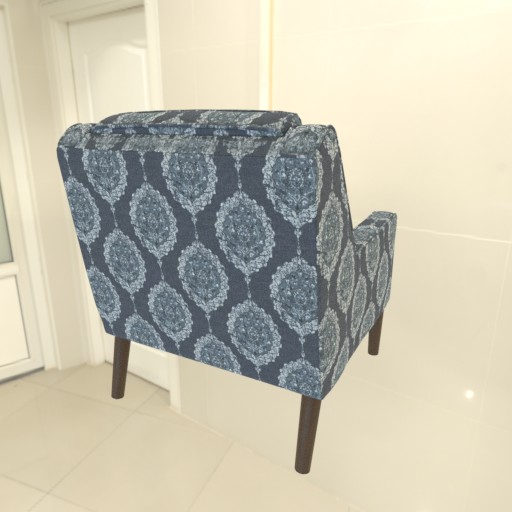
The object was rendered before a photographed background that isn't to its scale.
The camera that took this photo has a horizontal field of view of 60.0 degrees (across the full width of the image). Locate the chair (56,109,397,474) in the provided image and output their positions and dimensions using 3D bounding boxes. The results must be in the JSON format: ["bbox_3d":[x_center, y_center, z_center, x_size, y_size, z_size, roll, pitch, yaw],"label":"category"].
[{"bbox_3d":[0.000,0.000,1.276,0.663,0.792,0.743,9,19,28],"label":"chair"}]
